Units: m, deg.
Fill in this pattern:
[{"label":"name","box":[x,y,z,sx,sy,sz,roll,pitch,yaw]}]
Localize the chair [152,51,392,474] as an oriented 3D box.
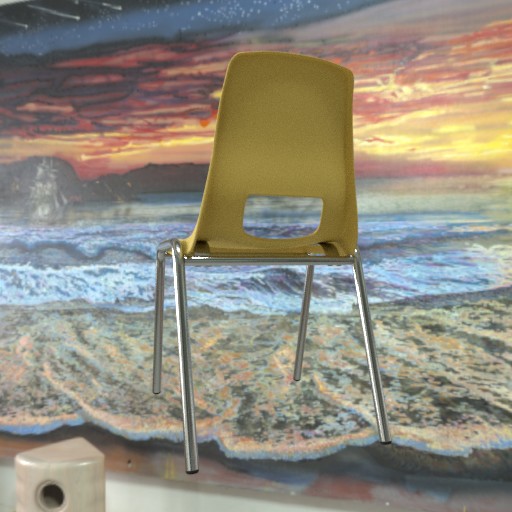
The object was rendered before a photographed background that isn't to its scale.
[{"label":"chair","box":[0.000,0.000,0.911,0.381,0.653,0.436,0,0,-18]}]
